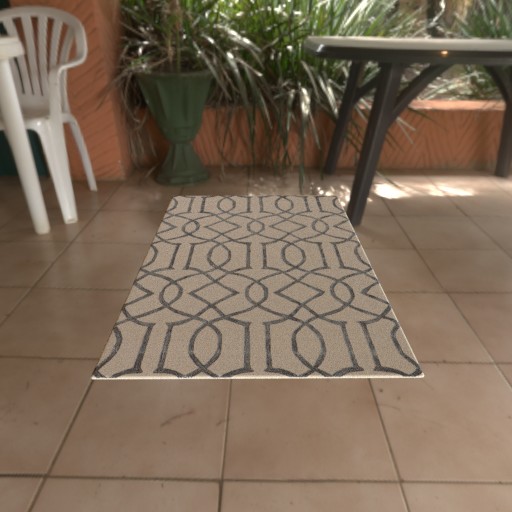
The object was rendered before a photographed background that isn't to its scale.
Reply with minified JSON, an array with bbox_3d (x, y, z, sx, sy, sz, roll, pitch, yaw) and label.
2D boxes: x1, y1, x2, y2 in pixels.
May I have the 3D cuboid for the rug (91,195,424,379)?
[{"bbox_3d":[0.000,0.000,3.057,1.521,0.017,2.365,0,28,0],"label":"rug"}]
